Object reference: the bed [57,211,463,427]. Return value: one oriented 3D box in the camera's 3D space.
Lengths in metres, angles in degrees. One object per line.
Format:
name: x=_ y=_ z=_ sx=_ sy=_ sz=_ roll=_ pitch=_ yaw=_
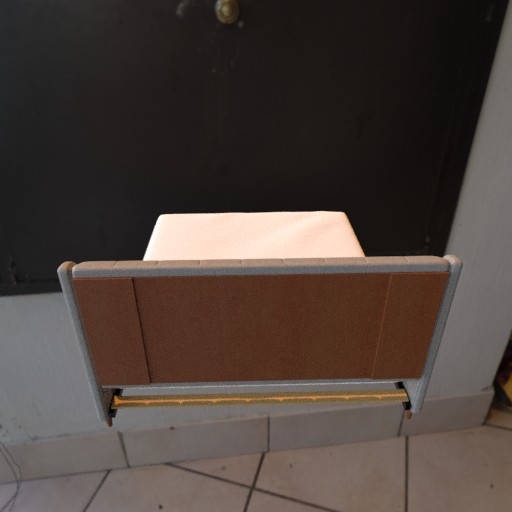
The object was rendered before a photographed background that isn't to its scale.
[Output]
bed: x=0.000 y=0.000 z=3.536 sx=2.062 sy=1.289 sz=2.342 roll=-1 pitch=31 yaw=-2
